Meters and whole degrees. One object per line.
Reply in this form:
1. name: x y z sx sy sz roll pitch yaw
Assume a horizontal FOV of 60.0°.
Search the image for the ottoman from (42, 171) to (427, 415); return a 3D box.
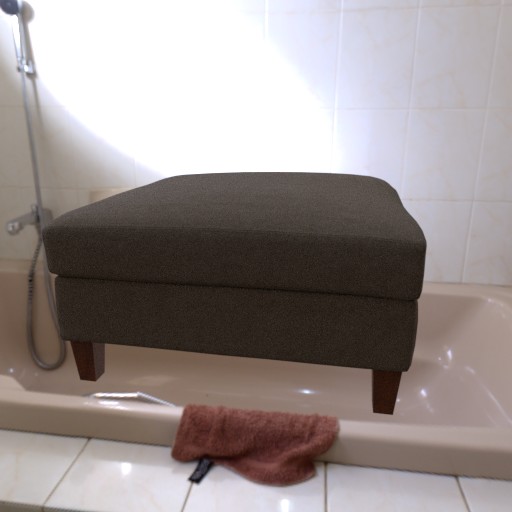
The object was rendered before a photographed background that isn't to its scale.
1. ottoman: 0.000 0.000 1.389 0.861 0.482 0.881 3 17 10
